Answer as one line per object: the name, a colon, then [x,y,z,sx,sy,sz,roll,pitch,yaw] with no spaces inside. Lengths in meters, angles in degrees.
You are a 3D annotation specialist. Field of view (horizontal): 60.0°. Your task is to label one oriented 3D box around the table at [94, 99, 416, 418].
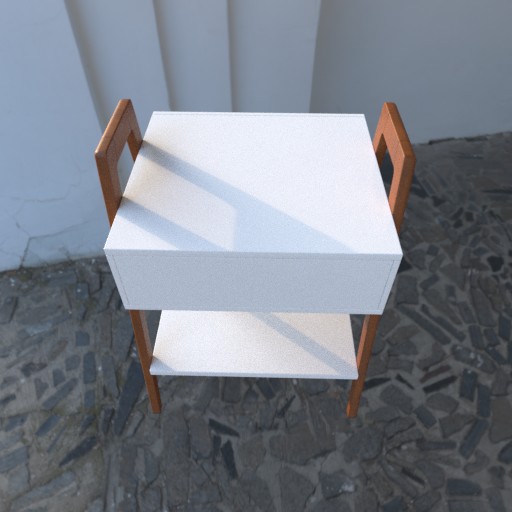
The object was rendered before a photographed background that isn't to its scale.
table: [0.000,0.000,0.903,0.457,0.610,0.405,1,47,1]
